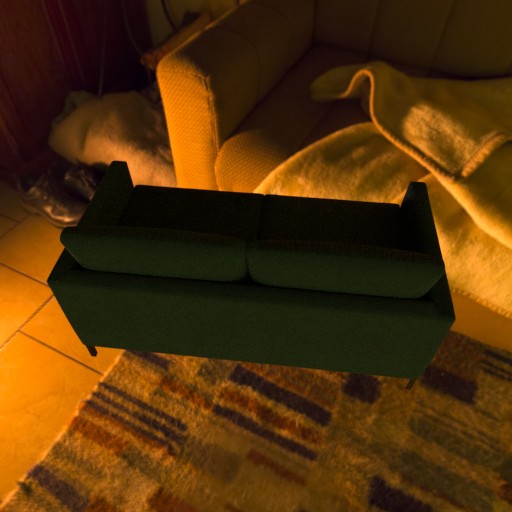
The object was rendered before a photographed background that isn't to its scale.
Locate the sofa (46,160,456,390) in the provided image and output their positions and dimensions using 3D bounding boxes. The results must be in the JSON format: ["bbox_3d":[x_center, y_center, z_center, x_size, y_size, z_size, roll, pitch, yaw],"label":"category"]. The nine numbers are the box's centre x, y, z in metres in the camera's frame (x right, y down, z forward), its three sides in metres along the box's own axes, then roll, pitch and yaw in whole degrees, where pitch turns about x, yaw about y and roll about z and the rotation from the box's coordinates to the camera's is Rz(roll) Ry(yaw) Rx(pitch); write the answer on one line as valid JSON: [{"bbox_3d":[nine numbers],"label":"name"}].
[{"bbox_3d":[0.000,0.000,2.198,1.676,0.817,0.875,5,48,4],"label":"sofa"}]
